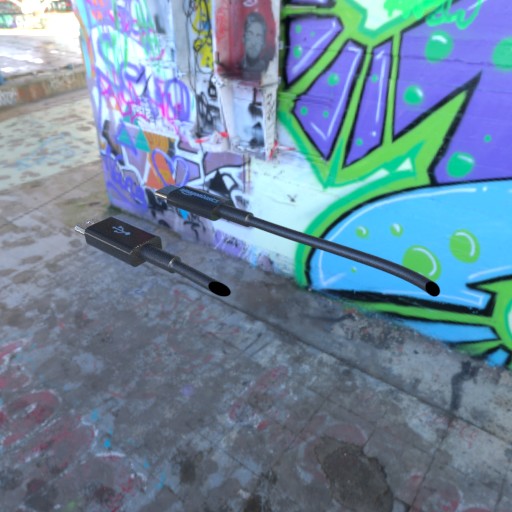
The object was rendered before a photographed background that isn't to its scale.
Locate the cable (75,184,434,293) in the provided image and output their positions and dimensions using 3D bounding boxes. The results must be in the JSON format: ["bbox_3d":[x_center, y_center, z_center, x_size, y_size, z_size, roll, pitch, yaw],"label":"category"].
[{"bbox_3d":[0.000,0.000,0.112,0.098,0.006,0.040,22,38,31],"label":"cable"}]
